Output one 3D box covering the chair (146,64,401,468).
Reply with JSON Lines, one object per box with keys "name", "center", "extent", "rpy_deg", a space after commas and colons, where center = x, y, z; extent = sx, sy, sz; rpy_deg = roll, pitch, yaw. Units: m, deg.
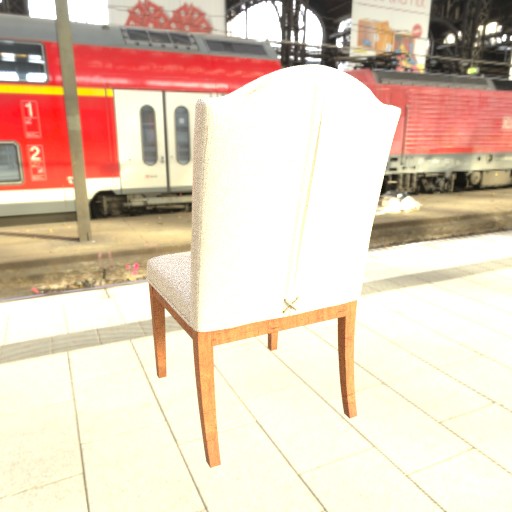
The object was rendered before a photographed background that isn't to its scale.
{"name": "chair", "center": [0.000, 0.000, 1.354], "extent": [0.534, 1.012, 0.648], "rpy_deg": [-8, 17, -26]}
